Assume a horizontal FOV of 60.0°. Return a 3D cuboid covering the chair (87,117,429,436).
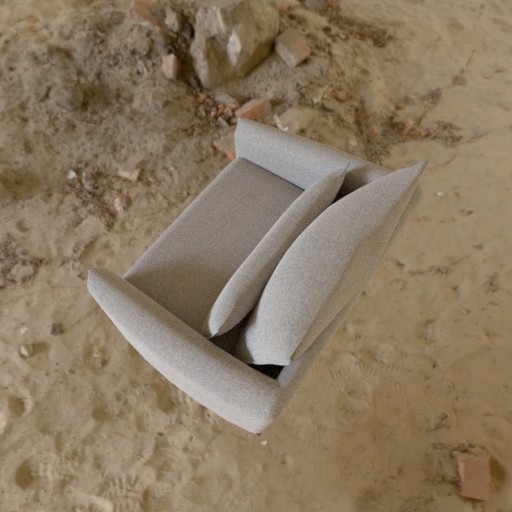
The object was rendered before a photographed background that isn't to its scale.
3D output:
[{"bbox_3d":[0.000,0.000,1.644,0.801,0.856,1.029,32,66,16],"label":"chair"}]
